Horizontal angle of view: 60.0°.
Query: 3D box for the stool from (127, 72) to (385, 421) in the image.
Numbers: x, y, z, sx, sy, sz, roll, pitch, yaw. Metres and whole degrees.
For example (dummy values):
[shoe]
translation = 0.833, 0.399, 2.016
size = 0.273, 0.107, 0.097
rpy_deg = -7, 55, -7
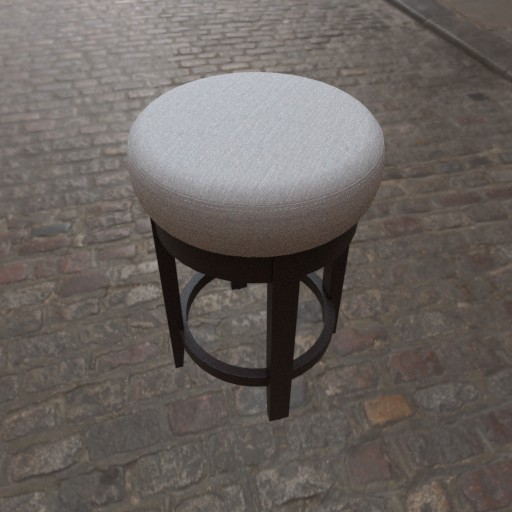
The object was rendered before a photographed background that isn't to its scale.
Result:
[stool]
translation = 0.000, 0.000, 0.966
size = 0.443, 0.672, 0.443
rpy_deg = 0, 45, 0
